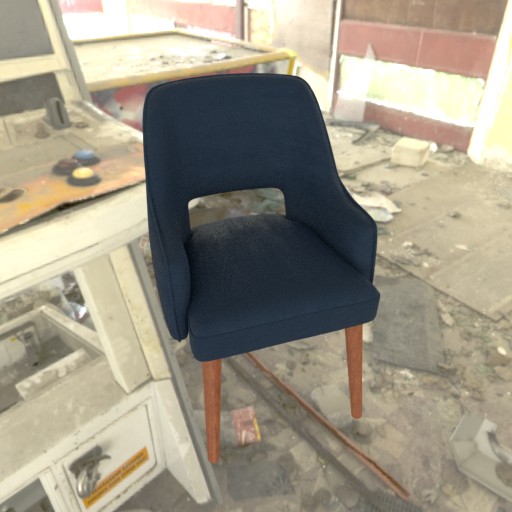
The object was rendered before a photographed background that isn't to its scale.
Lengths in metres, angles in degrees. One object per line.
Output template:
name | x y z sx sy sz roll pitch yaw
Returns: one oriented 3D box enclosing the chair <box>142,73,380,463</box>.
chair | 0.000 0.000 1.220 0.559 0.844 0.591 -10 35 -15
